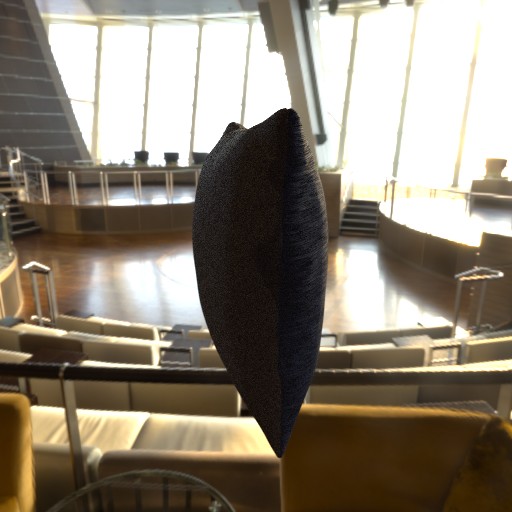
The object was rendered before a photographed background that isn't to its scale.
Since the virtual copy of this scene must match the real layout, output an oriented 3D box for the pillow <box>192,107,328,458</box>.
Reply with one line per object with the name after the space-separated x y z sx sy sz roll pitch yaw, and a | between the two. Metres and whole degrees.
0.000 0.000 0.727 0.204 0.439 0.452 -3 16 -10 | pillow
